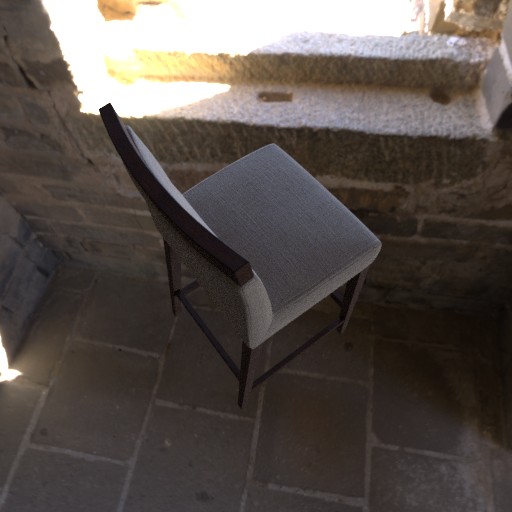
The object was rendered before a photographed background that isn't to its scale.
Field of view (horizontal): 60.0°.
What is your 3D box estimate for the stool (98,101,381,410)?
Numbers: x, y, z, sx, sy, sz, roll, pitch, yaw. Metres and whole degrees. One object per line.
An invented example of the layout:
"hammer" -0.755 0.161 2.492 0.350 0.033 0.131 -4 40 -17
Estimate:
"stool" 0.000 0.000 1.342 0.531 1.009 0.512 -33 64 -18
